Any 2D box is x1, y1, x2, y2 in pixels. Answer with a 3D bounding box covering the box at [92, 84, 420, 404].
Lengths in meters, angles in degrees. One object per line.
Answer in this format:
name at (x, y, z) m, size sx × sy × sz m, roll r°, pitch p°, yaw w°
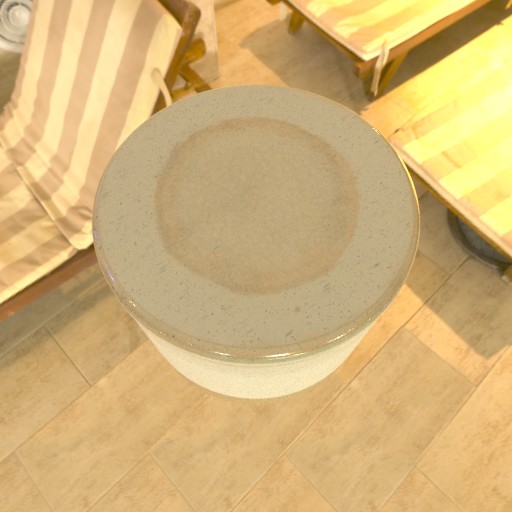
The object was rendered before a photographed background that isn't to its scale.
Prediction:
box at (0.000, 0.000, 0.260) m, size 0.154 × 0.123 × 0.154 m, roll 0°, pitch 62°, yaw 0°
